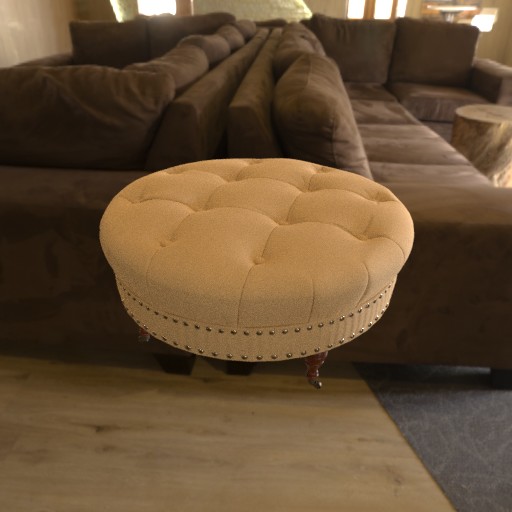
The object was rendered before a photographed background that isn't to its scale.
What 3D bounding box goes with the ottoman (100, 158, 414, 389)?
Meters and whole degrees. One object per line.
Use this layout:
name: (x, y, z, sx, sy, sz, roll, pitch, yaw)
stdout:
ottoman: (0.000, 0.000, 1.396, 0.901, 0.439, 0.901, 0, 30, 0)
